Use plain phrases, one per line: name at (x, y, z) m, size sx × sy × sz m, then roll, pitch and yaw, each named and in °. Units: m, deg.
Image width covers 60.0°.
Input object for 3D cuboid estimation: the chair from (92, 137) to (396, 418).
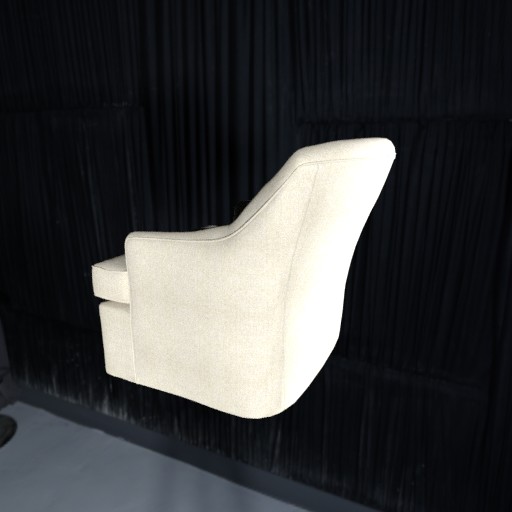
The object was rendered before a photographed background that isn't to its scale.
chair at (0.000, 0.000, 1.654) m, size 0.923 × 0.856 × 0.864 m, roll 7°, pitch 17°, yaw 24°
